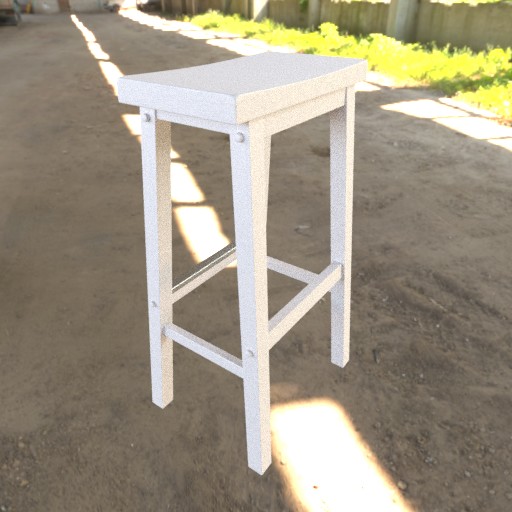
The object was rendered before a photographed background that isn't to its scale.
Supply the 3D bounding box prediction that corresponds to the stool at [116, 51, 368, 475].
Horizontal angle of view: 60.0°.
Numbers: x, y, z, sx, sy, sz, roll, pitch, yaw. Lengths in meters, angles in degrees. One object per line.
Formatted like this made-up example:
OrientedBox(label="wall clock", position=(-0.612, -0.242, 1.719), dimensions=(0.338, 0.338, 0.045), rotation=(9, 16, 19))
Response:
OrientedBox(label="stool", position=(0.000, 0.000, 0.937), dimensions=(0.322, 0.742, 0.406), rotation=(20, 37, 30))
